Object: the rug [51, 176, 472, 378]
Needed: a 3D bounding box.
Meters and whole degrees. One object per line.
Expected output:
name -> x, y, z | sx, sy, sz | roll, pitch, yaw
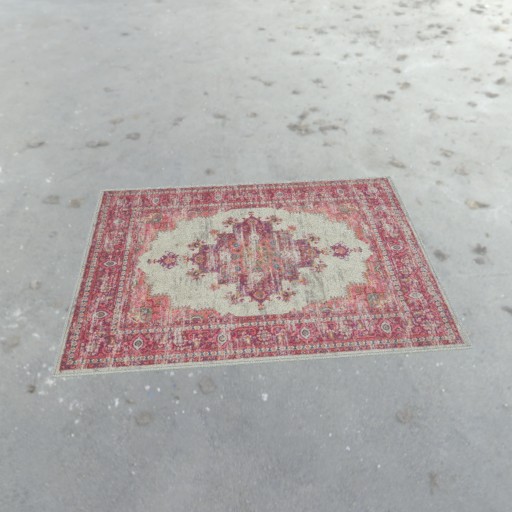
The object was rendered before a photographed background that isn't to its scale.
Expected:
rug -> 0.000, 0.000, 2.246 | 1.747, 0.011, 1.217 | -3, 46, -3
